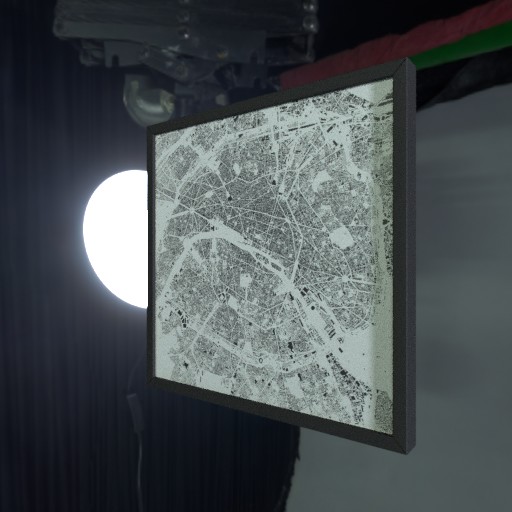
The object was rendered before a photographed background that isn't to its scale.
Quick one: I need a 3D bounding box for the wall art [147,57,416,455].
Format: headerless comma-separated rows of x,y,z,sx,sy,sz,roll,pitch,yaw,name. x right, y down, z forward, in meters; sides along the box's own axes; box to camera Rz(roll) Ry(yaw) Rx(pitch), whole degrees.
0.000,0.000,0.730,0.508,0.508,0.037,0,0,37,wall art
